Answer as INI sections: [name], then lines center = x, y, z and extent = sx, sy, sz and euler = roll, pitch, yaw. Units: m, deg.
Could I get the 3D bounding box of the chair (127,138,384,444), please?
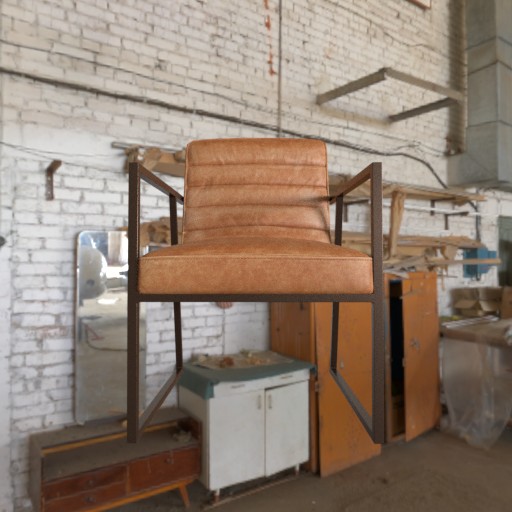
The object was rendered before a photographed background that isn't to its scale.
[chair]
center = 0.000, 0.000, 1.286
extent = 0.571, 0.832, 0.677
euler = 0, 0, 1
